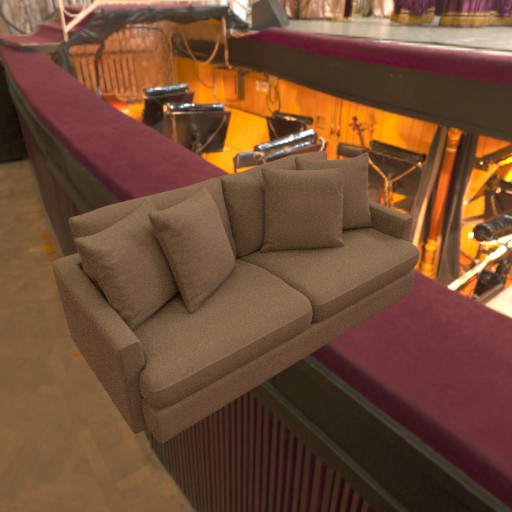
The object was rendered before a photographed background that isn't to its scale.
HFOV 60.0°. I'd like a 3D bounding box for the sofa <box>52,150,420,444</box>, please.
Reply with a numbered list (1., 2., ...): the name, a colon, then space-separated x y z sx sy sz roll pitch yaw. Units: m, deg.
1. sofa: 0.000 0.000 3.087 2.380 1.084 1.228 -22 37 -32
